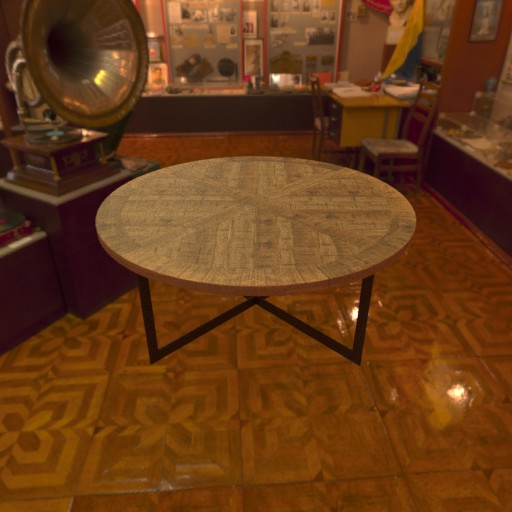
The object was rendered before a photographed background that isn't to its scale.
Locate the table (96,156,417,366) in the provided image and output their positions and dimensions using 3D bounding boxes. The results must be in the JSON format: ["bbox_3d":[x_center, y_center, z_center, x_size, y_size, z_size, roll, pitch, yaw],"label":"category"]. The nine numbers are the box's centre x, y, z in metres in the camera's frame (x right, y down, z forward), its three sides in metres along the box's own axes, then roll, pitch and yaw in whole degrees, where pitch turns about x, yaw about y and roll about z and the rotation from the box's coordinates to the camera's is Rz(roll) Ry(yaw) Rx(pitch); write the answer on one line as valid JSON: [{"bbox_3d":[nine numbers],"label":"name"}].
[{"bbox_3d":[0.000,0.000,1.955,1.264,0.516,1.264,0,30,0],"label":"table"}]
